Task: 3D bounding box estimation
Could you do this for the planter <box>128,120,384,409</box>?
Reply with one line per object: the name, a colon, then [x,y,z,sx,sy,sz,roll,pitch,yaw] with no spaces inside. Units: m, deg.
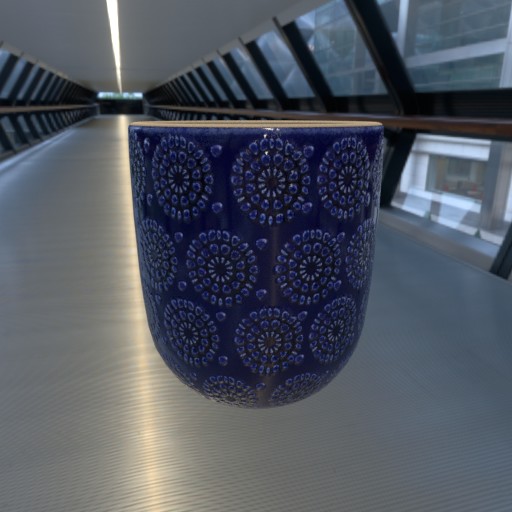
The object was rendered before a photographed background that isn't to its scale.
planter: [0.000,0.000,0.356,0.184,0.206,0.184,0,18,0]
